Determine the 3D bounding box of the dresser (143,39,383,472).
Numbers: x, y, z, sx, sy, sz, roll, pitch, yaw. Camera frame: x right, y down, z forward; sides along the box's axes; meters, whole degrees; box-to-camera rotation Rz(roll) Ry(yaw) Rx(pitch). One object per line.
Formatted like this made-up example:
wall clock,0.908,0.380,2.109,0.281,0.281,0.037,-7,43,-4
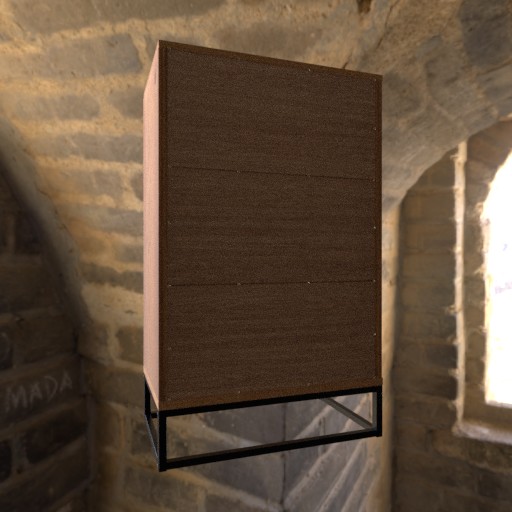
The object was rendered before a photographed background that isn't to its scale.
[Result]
dresser,0.000,0.000,1.616,0.761,1.240,0.479,0,0,-19
